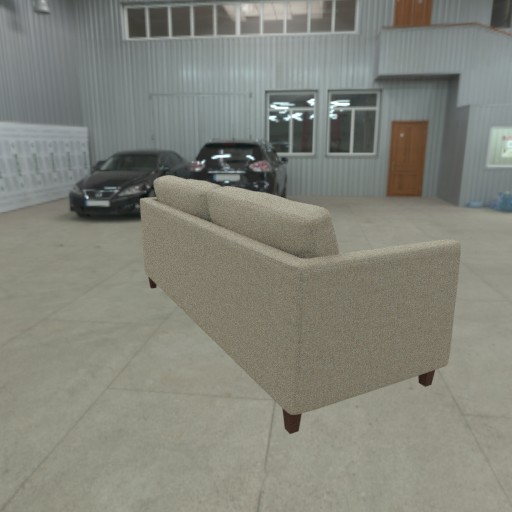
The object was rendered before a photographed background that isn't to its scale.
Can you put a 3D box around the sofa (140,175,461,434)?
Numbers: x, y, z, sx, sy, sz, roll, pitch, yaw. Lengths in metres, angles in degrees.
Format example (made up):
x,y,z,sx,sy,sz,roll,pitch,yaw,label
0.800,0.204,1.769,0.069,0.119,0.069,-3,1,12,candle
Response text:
x,y,z,sx,sy,sz,roll,pitch,yaw,label
0.000,0.000,2.937,0.951,0.965,2.434,-7,16,-27,sofa
